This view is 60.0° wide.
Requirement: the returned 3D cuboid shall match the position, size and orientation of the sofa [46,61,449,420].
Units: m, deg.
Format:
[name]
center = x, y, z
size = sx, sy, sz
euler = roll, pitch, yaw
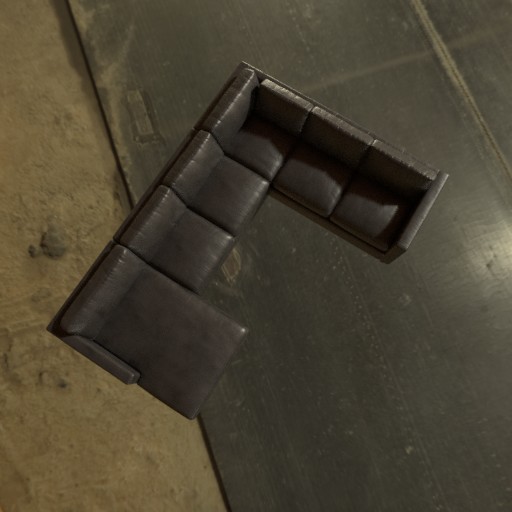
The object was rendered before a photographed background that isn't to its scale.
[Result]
[sofa]
center = 0.000, 0.000, 4.482
size = 2.452, 0.891, 3.324
euler = 31, 78, 7
